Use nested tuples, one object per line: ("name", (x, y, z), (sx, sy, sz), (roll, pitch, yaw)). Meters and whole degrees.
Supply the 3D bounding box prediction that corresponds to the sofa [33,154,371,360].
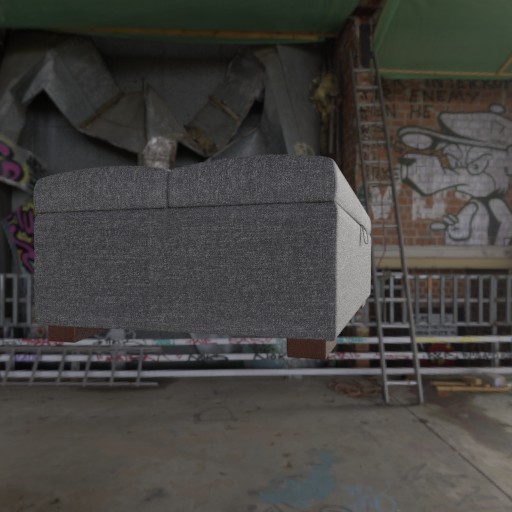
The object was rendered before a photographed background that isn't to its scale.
("sofa", (0.000, 0.000, 1.531), (0.782, 0.417, 1.198), (0, -1, 18))
